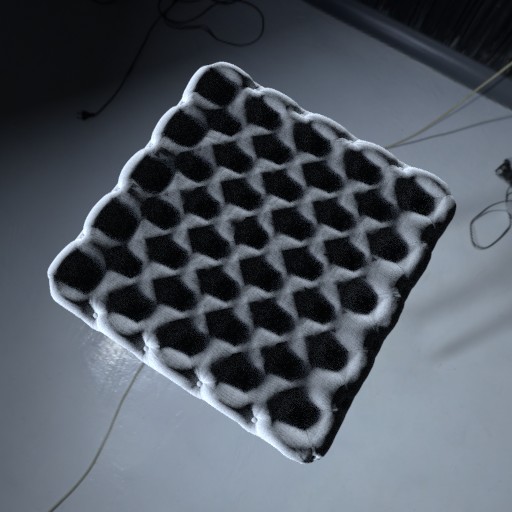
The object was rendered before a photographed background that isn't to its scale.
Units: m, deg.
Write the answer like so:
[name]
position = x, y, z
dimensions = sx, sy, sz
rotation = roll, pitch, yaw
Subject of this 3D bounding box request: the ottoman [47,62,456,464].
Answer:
[ottoman]
position = 0.000, 0.000, 1.186
dimensions = 0.764, 0.365, 0.758
rotation = 31, 77, 8
